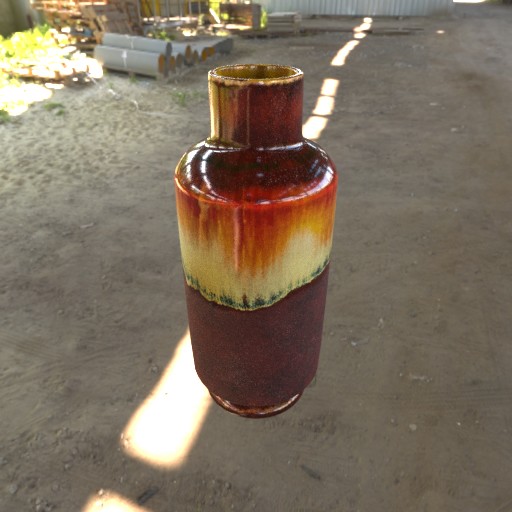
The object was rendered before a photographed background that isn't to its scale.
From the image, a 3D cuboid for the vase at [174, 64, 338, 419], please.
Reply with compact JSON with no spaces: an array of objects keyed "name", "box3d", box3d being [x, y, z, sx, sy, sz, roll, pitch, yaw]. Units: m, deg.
[{"name":"vase","box3d":[0.000,0.000,0.335,0.111,0.261,0.111,0,32,0]}]
